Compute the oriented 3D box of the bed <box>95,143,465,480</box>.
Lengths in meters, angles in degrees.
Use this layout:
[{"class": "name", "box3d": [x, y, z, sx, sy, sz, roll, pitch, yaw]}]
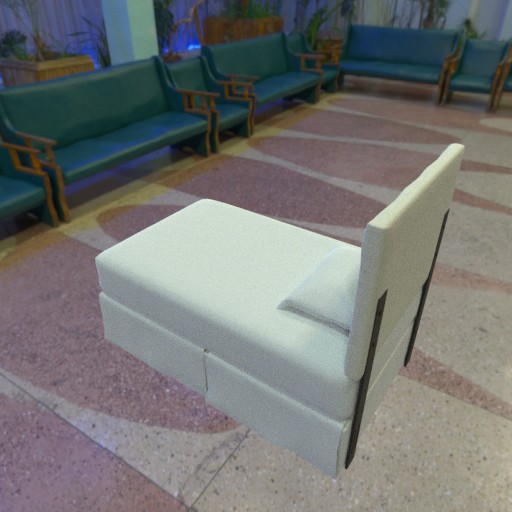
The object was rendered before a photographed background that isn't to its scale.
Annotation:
[{"class": "bed", "box3d": [0.000, 0.000, 2.893, 1.997, 1.571, 1.261, 21, 38, 29]}]
